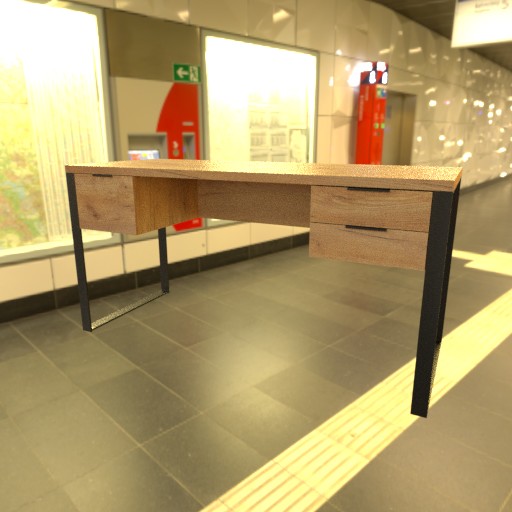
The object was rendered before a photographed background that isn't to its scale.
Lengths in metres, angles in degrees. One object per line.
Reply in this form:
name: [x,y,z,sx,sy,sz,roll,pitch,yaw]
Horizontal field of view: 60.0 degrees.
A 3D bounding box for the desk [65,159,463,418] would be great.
desk: [0.000,0.000,1.910,1.520,0.760,0.600,7,17,25]
